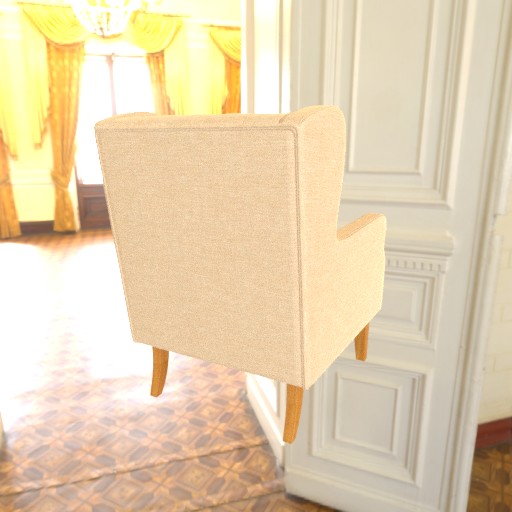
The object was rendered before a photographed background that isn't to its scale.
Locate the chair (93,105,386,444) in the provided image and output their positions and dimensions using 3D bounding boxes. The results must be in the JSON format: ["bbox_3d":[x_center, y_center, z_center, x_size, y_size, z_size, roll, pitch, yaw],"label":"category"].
[{"bbox_3d":[0.000,0.000,1.501,0.710,0.930,0.760,8,17,27],"label":"chair"}]
